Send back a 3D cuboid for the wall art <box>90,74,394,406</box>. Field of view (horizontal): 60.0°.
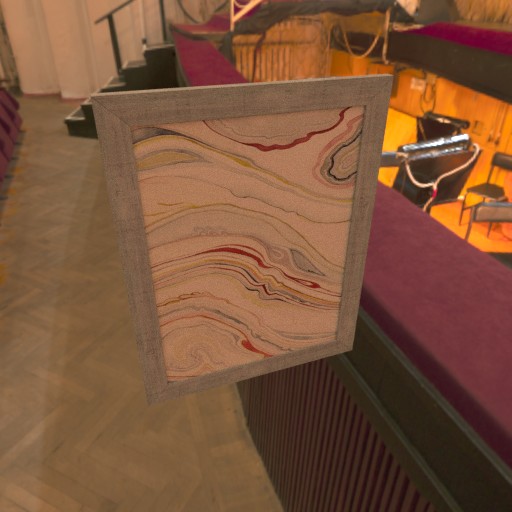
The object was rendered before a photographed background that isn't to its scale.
[{"bbox_3d":[0.000,0.000,0.834,0.481,0.613,0.020,-11,33,-17],"label":"wall art"}]
